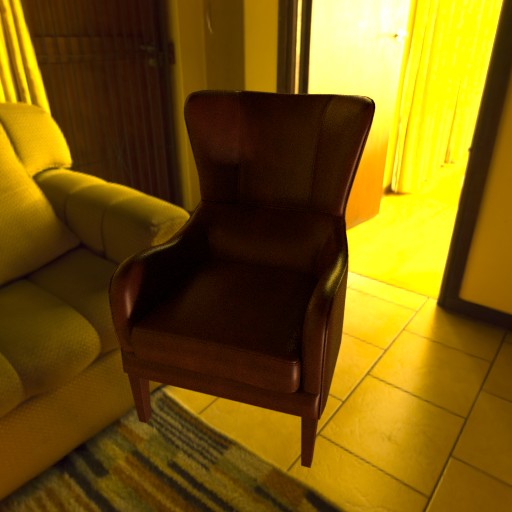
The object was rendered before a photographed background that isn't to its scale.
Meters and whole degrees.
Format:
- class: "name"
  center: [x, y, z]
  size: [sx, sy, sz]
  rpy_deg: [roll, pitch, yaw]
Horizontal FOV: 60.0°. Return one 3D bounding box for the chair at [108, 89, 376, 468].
- class: "chair"
  center: [0.000, 0.000, 1.601]
  size: [0.692, 1.048, 0.914]
  rpy_deg: [8, 28, 16]
